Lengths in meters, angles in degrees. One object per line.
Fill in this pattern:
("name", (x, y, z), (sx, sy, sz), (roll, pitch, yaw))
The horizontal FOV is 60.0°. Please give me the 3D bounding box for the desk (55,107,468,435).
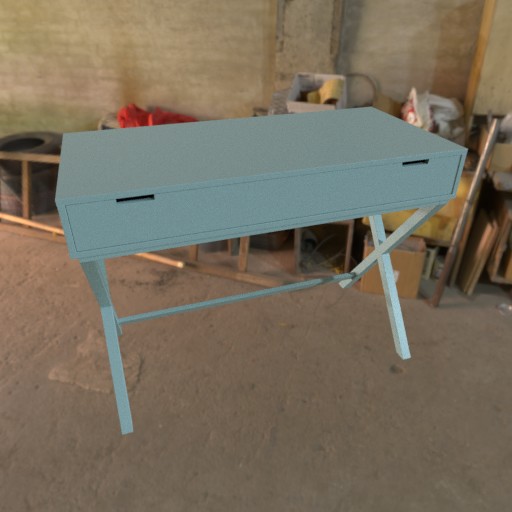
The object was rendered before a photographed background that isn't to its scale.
("desk", (0.000, 0.000, 1.481), (1.059, 0.780, 0.509), (-10, 33, -15))
